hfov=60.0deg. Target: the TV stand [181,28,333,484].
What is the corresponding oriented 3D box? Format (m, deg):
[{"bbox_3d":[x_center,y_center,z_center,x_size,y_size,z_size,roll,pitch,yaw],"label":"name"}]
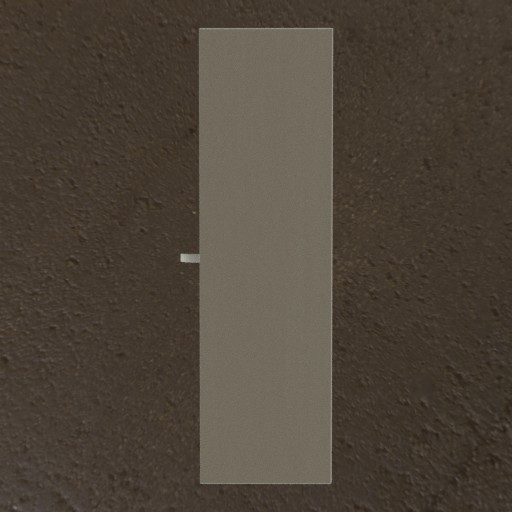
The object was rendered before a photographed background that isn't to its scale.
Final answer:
[{"bbox_3d":[0.000,0.000,1.465,0.424,0.624,1.187,0,91,0],"label":"TV stand"}]
